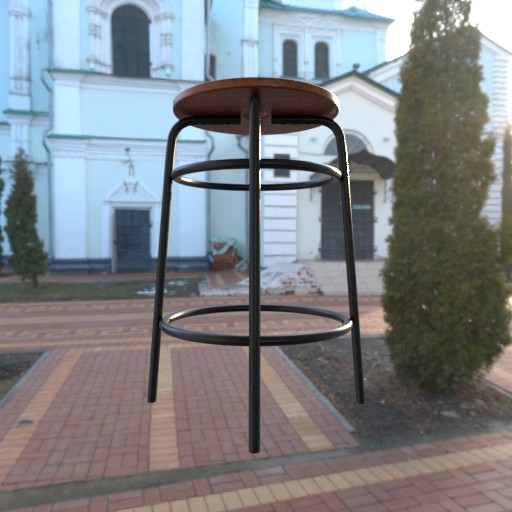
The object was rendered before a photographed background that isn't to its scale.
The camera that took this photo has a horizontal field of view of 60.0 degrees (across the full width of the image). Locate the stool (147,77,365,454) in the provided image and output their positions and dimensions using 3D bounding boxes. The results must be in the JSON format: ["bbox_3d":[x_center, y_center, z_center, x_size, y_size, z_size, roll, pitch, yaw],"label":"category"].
[{"bbox_3d":[0.000,0.000,0.917,0.455,0.610,0.455,0,2,1],"label":"stool"}]
